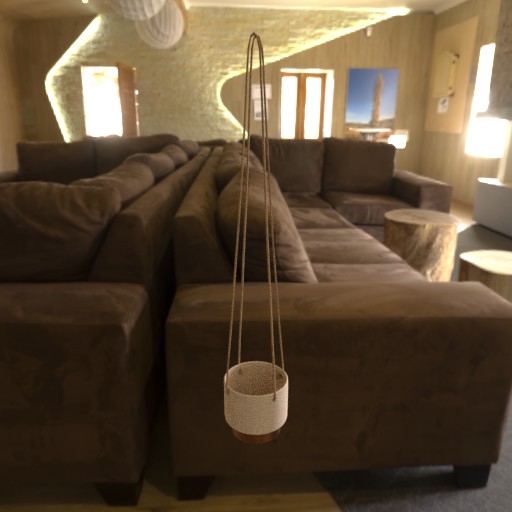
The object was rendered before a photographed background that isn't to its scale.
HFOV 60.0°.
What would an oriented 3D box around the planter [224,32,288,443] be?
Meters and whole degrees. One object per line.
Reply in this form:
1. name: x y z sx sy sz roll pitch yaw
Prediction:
1. planter: 0.000 0.000 0.923 0.146 0.841 0.146 4 17 12
